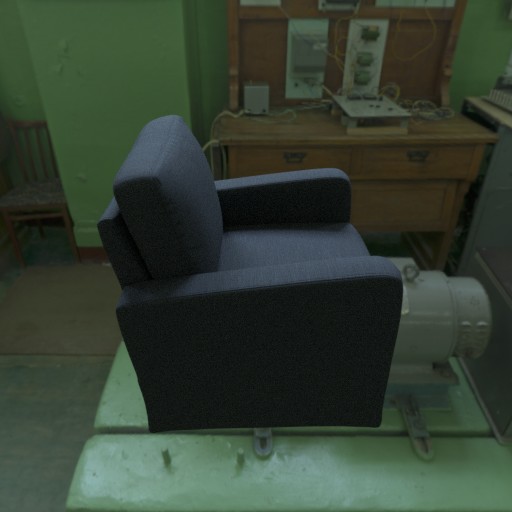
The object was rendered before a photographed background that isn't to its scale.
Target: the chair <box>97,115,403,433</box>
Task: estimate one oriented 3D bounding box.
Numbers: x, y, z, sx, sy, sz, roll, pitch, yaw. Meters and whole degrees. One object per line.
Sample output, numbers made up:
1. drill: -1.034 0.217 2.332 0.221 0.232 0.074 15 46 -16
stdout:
1. chair: 0.000 0.000 1.550 0.863 0.855 0.798 -1 32 -1
